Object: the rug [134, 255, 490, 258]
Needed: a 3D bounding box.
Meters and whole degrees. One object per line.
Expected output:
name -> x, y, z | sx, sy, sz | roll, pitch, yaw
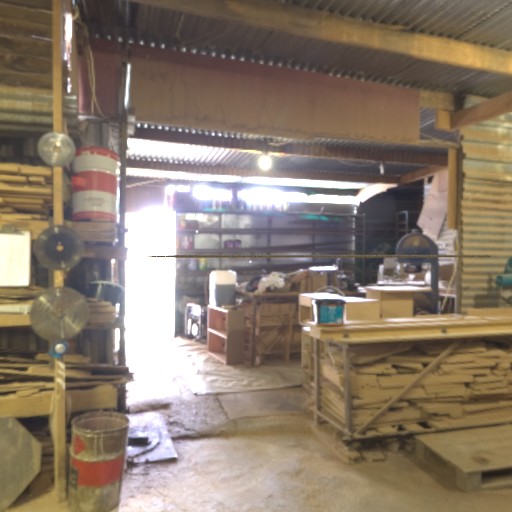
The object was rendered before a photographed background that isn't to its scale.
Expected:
rug -> 0.000, 0.000, 2.968 | 1.524, 0.011, 2.438 | 0, 0, -17
